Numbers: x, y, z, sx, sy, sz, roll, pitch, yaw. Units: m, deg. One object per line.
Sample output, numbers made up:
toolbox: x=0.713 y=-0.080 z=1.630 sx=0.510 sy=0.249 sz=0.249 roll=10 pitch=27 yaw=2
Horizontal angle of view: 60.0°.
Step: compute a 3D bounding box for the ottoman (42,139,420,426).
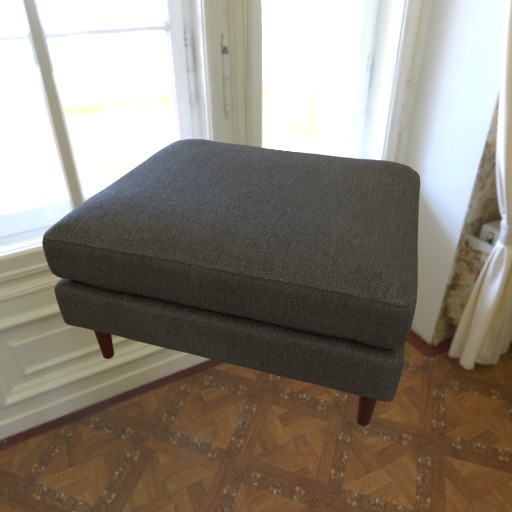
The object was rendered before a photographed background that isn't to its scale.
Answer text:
ottoman: x=0.000 y=0.000 z=1.249 sx=0.821 sy=0.474 sz=0.693 roll=10 pitch=34 yaw=15
